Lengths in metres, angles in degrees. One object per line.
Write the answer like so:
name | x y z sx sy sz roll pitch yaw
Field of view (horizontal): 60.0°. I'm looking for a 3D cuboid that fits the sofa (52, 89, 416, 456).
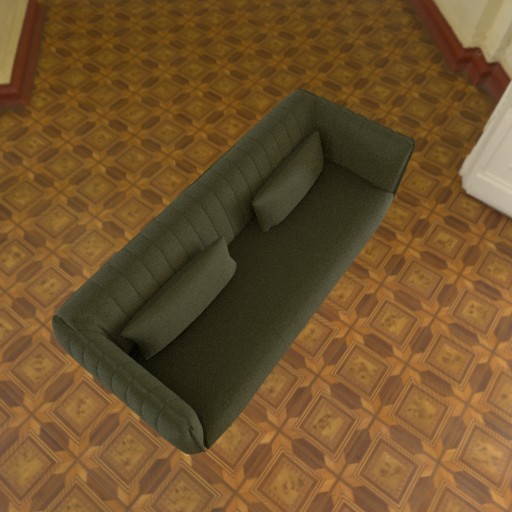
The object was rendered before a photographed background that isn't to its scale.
sofa | 0.000 0.000 2.618 0.896 0.793 2.137 32 64 18
